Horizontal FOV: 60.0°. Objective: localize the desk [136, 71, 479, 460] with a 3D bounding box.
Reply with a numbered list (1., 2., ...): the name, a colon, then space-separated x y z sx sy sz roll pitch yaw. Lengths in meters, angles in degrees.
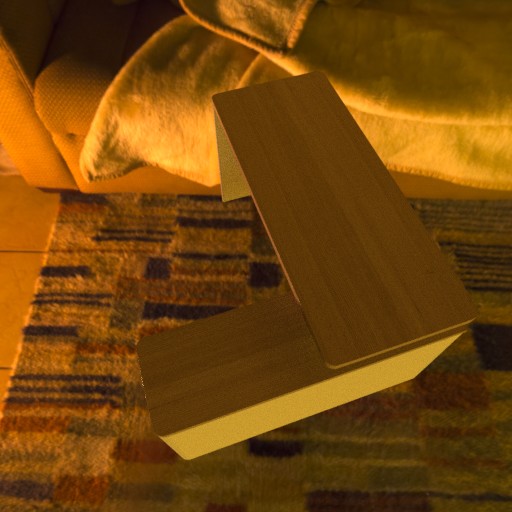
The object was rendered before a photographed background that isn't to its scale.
1. desk: 0.000 0.000 2.098 1.175 0.770 1.400 -16 60 -10
